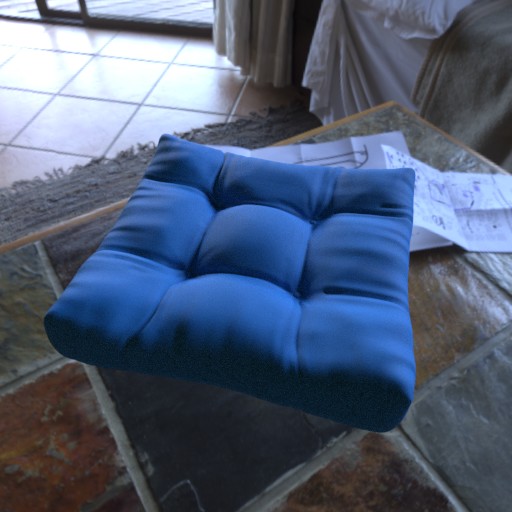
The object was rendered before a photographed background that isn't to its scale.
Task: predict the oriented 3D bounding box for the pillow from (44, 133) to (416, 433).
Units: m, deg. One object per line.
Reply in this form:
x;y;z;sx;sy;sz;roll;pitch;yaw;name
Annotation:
0.000;0.000;0.713;0.490;0.128;0.468;10;49;9;pillow
